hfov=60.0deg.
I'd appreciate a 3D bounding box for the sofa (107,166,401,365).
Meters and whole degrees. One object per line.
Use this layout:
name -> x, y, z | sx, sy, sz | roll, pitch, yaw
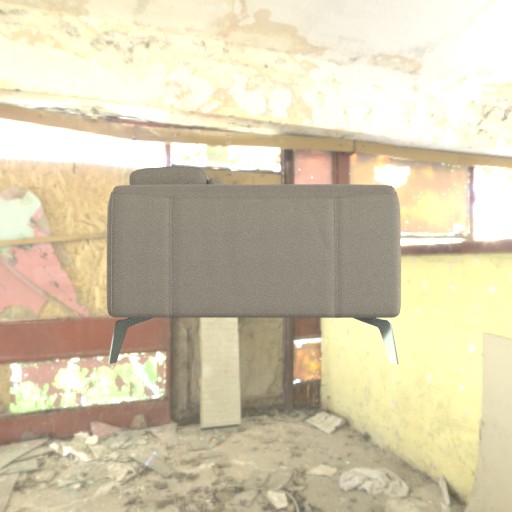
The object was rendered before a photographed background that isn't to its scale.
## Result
sofa -> 0.000, 0.000, 2.446 | 1.024, 0.753, 1.930 | 0, -1, 0
